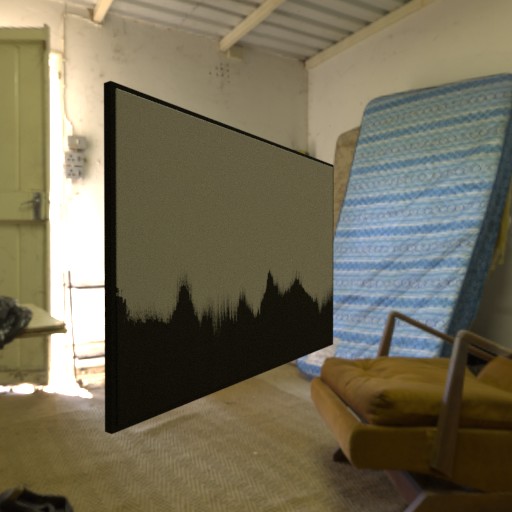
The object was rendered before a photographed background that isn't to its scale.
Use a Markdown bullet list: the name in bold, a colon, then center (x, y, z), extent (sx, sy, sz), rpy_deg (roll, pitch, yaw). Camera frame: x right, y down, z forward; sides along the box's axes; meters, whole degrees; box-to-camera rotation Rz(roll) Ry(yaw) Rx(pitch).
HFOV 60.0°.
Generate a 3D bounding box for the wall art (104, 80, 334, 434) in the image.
- **wall art**: center (0.000, 0.000, 1.503), extent (0.028, 0.805, 1.190), rpy_deg (0, 1, 35)
